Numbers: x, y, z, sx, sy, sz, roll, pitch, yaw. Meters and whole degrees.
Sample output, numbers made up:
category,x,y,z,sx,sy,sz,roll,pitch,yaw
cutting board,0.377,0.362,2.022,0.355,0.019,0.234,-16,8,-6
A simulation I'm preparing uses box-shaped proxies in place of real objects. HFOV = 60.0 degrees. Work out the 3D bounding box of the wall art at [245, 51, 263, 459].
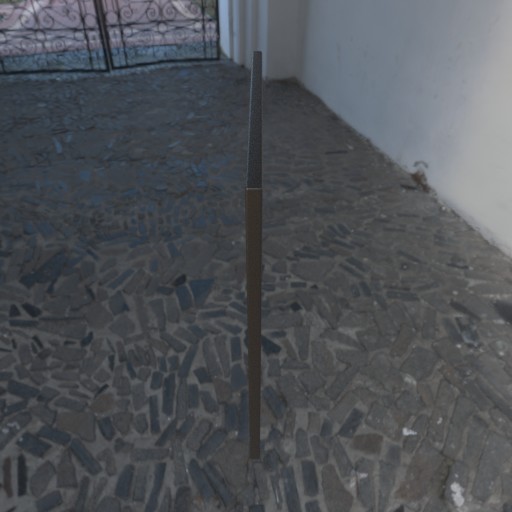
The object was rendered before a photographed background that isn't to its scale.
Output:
category,x,y,z,sx,sy,sz,roll,pitch,yaw
wall art,0.000,0.000,0.819,0.018,0.582,0.481,0,40,0
